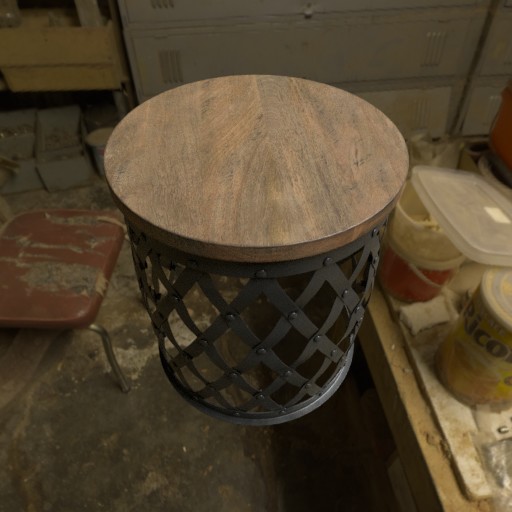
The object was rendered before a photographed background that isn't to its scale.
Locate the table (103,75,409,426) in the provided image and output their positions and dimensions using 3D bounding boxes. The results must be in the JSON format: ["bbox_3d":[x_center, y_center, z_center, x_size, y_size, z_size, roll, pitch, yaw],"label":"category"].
[{"bbox_3d":[0.000,0.000,0.765,0.405,0.454,0.405,0,47,0],"label":"table"}]
